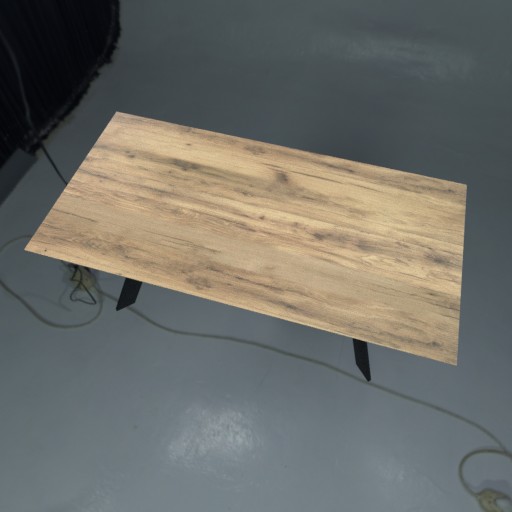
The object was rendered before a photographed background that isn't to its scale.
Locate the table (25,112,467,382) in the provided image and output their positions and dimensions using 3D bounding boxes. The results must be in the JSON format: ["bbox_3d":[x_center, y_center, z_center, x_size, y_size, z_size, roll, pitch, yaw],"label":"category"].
[{"bbox_3d":[0.000,0.000,2.537,2.000,0.770,1.000,14,59,8],"label":"table"}]
